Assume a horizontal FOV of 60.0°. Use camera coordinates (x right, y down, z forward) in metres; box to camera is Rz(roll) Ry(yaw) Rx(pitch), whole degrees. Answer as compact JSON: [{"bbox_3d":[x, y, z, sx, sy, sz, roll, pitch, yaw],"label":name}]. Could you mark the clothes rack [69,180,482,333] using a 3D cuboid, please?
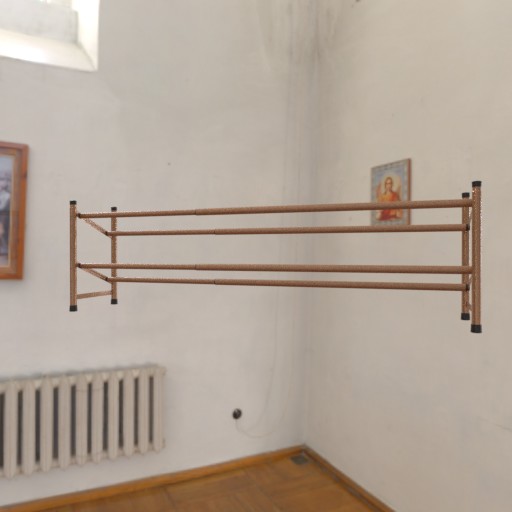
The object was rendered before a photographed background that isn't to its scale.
[{"bbox_3d":[0.000,0.000,1.304,1.168,0.349,0.229,0,0,19],"label":"clothes rack"}]
